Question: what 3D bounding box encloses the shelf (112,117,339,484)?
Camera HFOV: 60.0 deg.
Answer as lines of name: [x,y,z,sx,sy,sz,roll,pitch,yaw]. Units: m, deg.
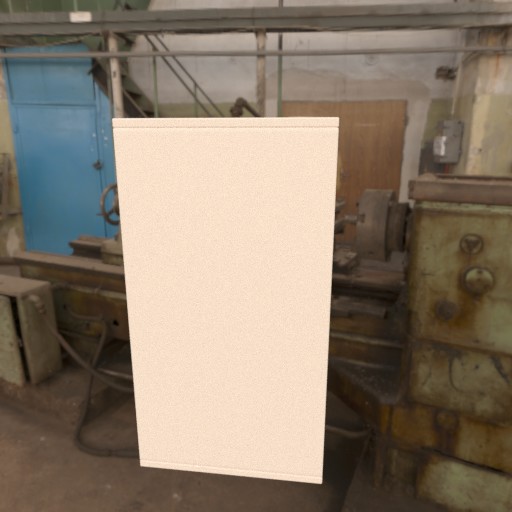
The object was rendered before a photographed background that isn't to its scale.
shelf: [0.000,0.000,1.281,0.396,0.732,0.895,2,15,7]
